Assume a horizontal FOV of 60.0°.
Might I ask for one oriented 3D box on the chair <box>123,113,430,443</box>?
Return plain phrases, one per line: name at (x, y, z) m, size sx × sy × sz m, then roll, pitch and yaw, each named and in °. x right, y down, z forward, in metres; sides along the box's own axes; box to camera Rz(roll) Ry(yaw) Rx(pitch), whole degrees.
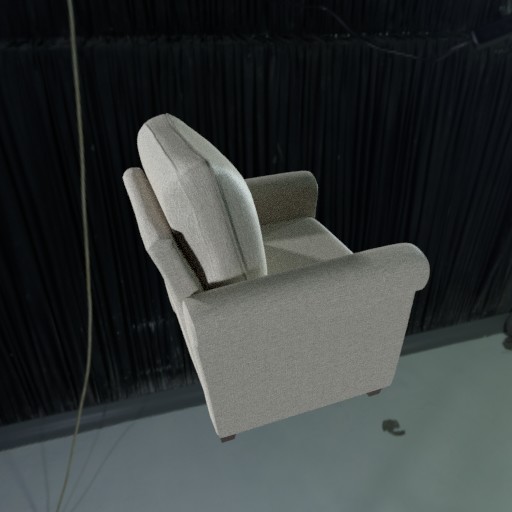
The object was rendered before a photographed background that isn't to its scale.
chair at (0.000, 0.000, 2.338) m, size 1.180 × 1.349 × 1.275 m, roll -11°, pitch 32°, yaw -18°
